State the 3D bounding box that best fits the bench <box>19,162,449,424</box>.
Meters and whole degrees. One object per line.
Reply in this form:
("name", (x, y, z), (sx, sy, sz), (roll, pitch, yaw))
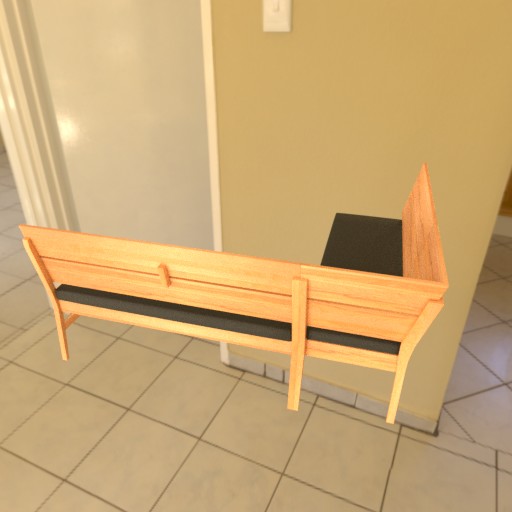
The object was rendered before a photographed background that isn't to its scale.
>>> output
("bench", (0.000, 0.000, 2.770), (1.948, 0.890, 1.548), (8, 31, 14))
